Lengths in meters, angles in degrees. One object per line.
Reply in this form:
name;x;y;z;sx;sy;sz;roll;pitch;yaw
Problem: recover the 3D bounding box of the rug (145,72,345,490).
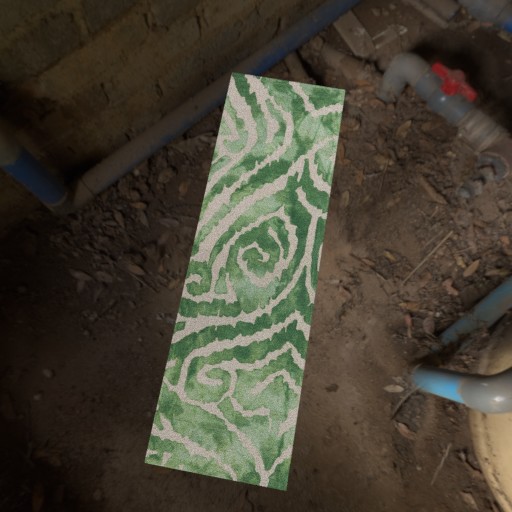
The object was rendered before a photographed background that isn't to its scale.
rug;0.000;0.000;2.637;0.761;0.006;2.438;10;75;3
